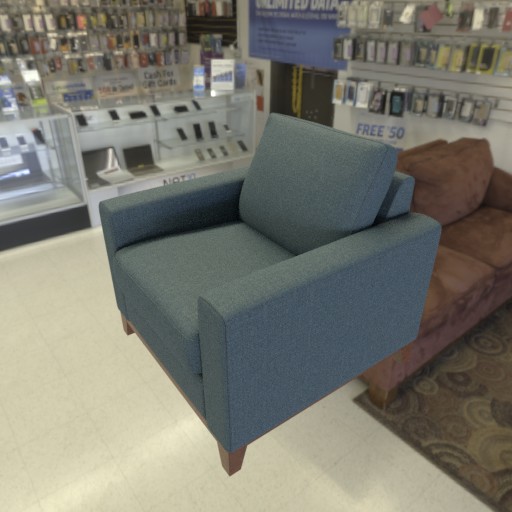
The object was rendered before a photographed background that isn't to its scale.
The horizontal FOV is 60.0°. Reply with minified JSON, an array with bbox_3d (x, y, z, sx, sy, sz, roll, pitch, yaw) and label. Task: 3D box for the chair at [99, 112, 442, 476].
[{"bbox_3d":[0.000,0.000,1.884,1.038,1.010,1.024,-20,35,-31],"label":"chair"}]
